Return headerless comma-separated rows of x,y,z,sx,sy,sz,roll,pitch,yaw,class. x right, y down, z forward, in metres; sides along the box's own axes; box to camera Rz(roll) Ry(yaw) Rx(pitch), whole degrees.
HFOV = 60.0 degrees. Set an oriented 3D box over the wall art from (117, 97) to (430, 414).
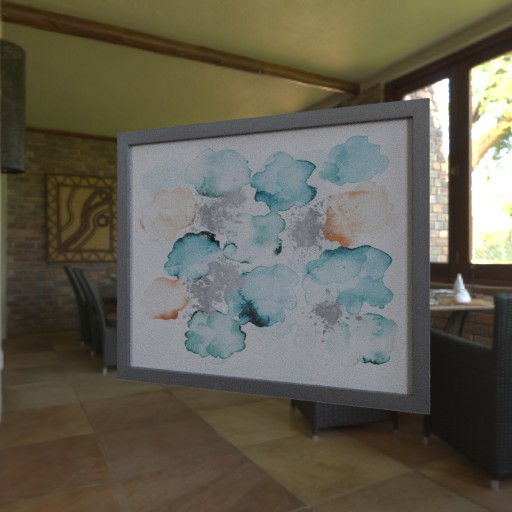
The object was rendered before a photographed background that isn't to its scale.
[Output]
0.000,0.000,0.904,0.660,0.558,0.026,0,0,20,wall art
